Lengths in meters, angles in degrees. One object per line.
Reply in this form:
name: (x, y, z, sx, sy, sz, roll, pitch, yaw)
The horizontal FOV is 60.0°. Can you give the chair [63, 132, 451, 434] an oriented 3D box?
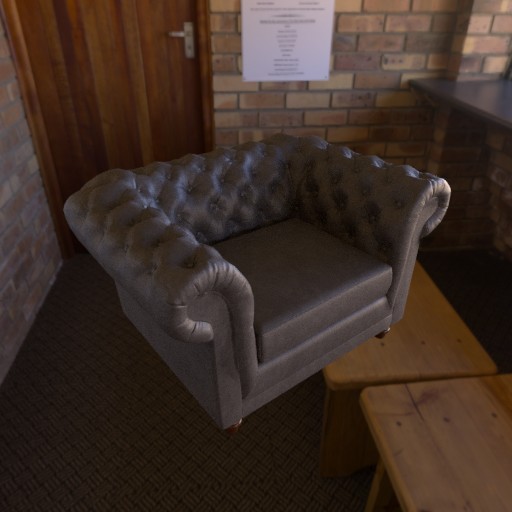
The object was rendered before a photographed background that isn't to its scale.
chair: (0.000, 0.000, 1.905, 1.298, 0.780, 0.943, -21, 37, -32)
